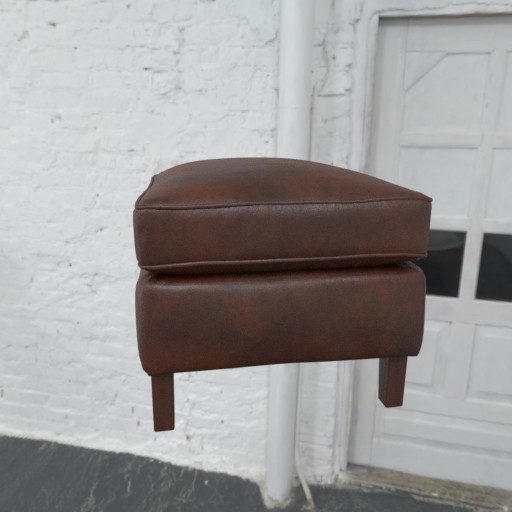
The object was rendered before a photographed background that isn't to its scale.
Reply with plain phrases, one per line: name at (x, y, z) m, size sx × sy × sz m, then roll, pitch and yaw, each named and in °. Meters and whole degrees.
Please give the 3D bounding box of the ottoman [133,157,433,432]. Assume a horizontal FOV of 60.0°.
ottoman at (0.000, 0.000, 0.997) m, size 0.501 × 0.432 × 0.665 m, roll -2°, pitch 15°, yaw -9°
